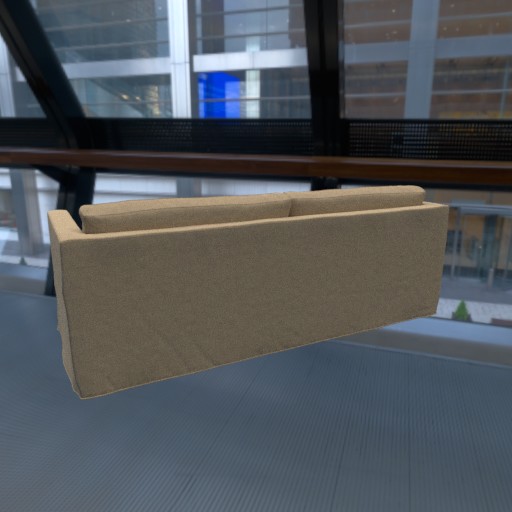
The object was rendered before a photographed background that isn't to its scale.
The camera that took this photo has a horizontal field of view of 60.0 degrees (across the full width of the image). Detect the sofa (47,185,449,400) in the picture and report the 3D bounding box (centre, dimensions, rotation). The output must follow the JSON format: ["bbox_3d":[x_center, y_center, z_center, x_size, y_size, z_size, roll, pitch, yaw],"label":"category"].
[{"bbox_3d":[0.000,0.000,2.757,2.312,0.853,0.962,-7,16,-27],"label":"sofa"}]
